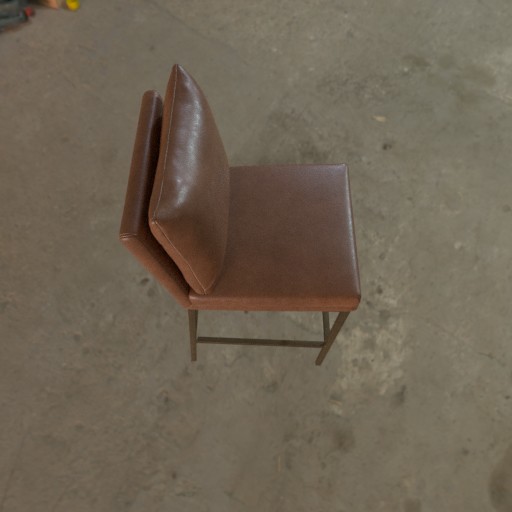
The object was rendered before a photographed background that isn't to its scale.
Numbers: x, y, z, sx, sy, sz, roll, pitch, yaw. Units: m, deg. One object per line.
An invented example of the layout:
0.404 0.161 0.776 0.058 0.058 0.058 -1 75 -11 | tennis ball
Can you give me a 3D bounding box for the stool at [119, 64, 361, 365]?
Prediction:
0.000 0.000 1.442 0.571 1.124 0.463 1 63 0 | stool
